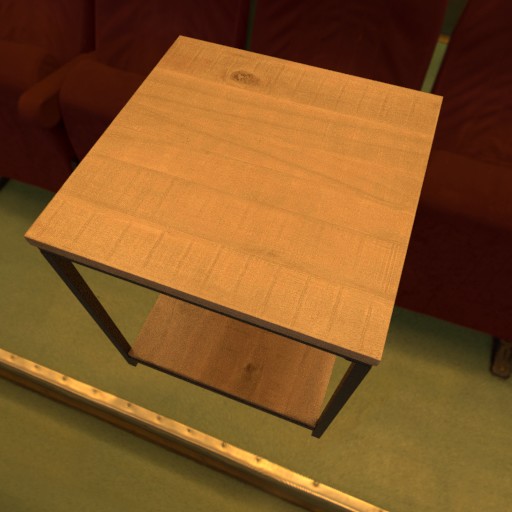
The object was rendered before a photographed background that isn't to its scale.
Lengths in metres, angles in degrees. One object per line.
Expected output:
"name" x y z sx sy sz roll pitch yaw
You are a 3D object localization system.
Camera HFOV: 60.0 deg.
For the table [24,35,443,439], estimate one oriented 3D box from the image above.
"table" 0.000 0.000 0.948 0.507 0.589 0.503 18 60 11
